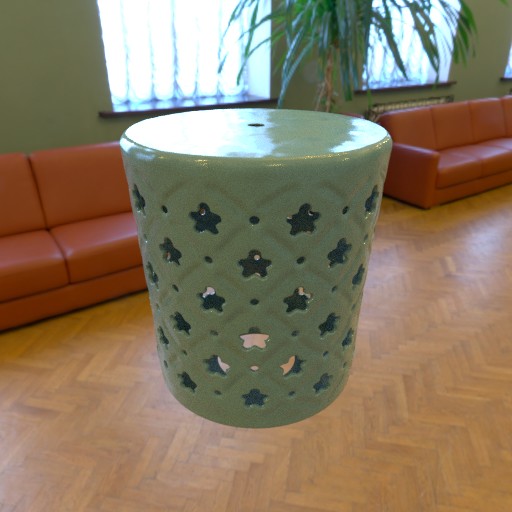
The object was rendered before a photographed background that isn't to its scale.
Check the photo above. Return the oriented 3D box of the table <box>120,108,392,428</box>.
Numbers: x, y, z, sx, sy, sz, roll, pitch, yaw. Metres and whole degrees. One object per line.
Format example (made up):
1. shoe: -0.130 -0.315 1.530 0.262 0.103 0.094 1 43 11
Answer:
1. table: 0.000 0.000 0.671 0.352 0.387 0.352 0 26 0
